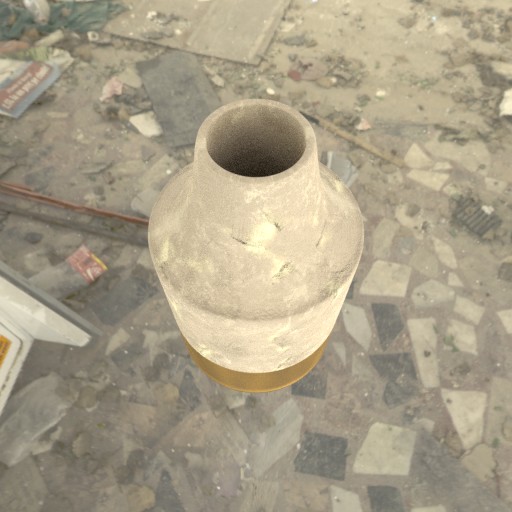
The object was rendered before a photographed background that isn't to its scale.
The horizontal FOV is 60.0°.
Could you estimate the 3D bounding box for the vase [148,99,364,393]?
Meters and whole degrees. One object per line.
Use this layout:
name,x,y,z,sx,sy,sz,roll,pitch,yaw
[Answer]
vase,0.000,0.000,0.424,0.184,0.305,0.184,0,59,0
